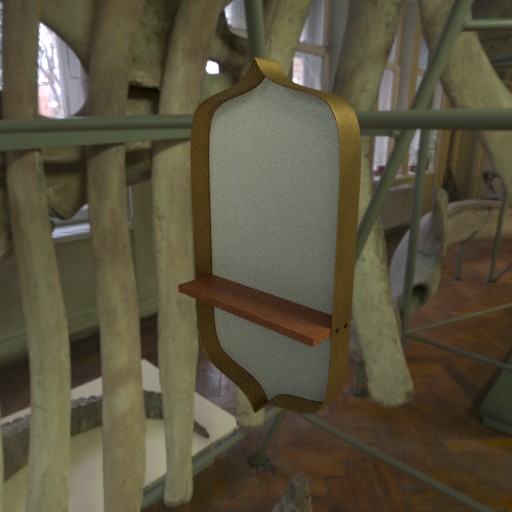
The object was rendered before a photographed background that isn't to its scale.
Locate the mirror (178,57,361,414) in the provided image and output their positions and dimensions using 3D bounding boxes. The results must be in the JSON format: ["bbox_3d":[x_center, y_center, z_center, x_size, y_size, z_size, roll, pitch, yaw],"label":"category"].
[{"bbox_3d":[0.000,0.000,0.743,0.323,0.613,0.096,15,23,41],"label":"mirror"}]
